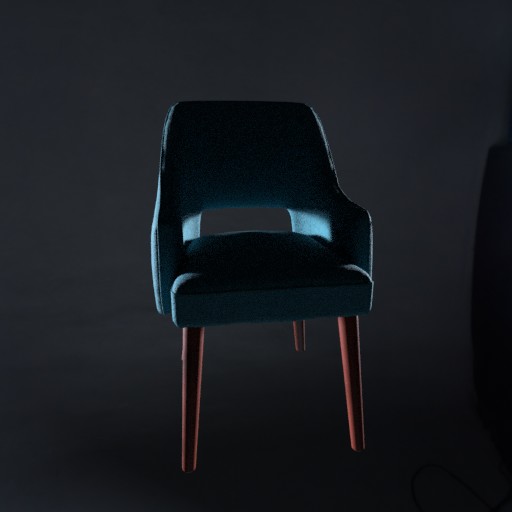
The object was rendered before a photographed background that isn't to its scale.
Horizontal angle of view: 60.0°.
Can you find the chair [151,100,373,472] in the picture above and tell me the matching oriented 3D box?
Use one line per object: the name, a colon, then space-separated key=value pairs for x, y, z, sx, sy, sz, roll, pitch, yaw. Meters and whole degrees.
chair: x=0.000 y=0.000 z=1.225 sx=0.548 sy=0.849 sz=0.605 roll=-3 pitch=16 yaw=-9
